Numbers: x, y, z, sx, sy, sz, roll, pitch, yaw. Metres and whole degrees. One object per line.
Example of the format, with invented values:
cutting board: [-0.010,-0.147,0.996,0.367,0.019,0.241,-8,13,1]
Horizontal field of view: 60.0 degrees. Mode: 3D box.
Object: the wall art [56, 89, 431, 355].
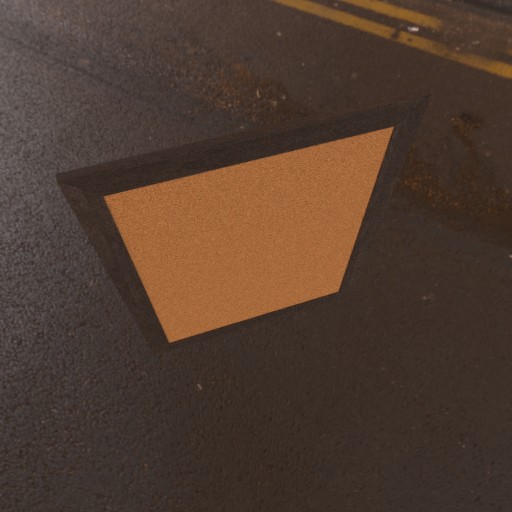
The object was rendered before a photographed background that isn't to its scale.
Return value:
wall art: [0.000,0.000,0.781,0.476,0.570,0.013,-16,59,-10]
